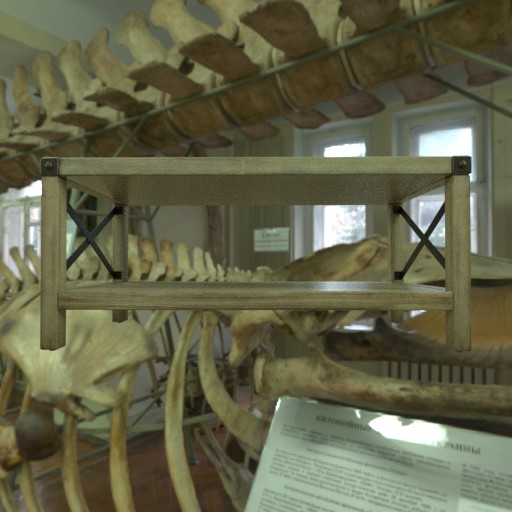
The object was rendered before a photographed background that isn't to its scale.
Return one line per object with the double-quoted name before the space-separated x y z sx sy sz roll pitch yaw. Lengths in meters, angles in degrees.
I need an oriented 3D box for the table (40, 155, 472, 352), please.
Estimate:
"table" 0.000 0.000 1.295 1.016 0.456 0.559 0 -1 1
